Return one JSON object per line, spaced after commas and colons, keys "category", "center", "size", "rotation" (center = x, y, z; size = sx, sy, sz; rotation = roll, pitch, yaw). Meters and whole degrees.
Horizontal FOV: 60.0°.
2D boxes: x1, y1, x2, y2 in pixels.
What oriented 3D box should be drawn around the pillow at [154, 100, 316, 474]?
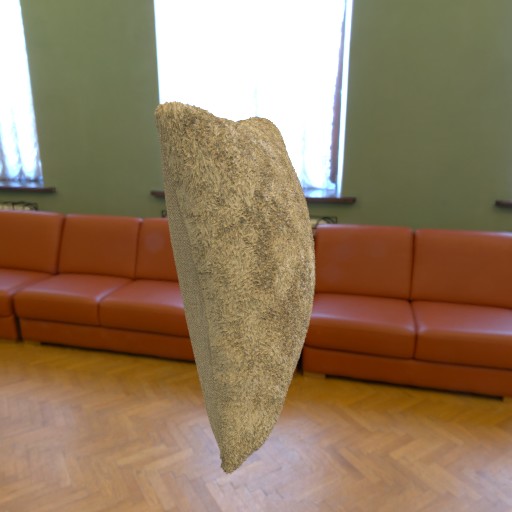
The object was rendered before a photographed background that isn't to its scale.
{"category": "pillow", "center": [0.000, 0.000, 0.813], "size": [0.218, 0.515, 0.529], "rotation": [3, 16, 11]}
